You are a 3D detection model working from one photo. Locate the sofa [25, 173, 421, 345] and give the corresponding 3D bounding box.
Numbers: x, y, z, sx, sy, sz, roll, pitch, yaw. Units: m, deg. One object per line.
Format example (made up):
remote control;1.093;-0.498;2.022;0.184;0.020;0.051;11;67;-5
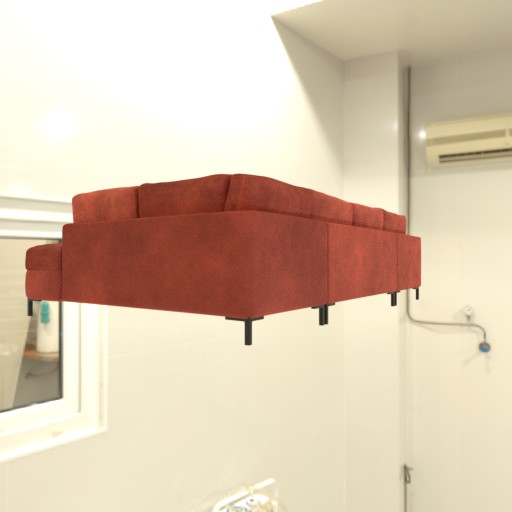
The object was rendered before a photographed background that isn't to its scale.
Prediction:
sofa;0.000;0.000;3.781;1.981;0.858;2.971;0;-1;35
